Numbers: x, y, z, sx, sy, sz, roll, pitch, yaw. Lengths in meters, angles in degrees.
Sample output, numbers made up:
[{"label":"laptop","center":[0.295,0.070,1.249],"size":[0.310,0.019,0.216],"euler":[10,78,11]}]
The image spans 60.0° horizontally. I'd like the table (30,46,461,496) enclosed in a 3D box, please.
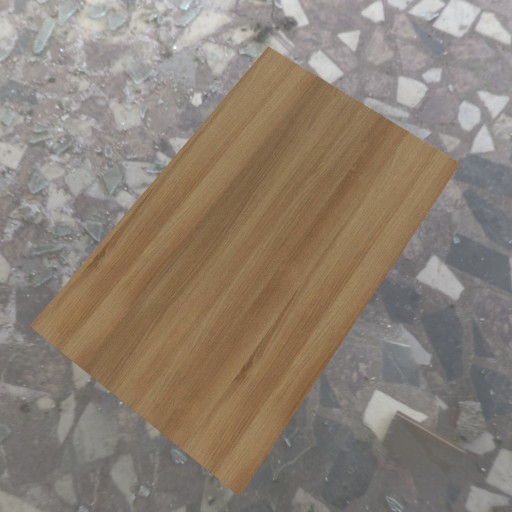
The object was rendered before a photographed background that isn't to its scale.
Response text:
[{"label":"table","center":[0.000,0.000,1.408],"size":[0.700,0.330,1.100],"euler":[35,78,9]}]
